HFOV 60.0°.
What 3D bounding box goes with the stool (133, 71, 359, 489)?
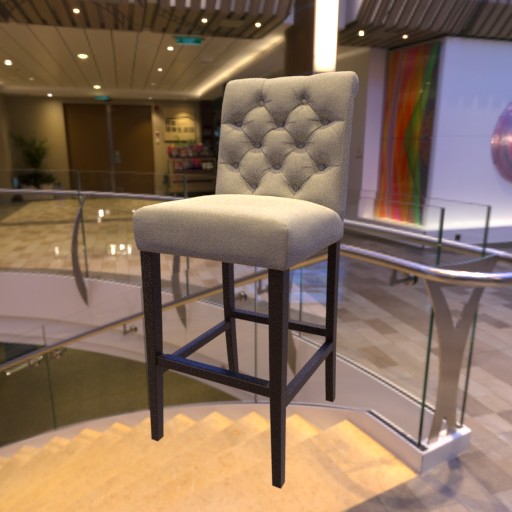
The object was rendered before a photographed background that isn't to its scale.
[{"bbox_3d":[0.000,0.000,1.419,0.493,1.140,0.601,7,16,27],"label":"stool"}]
